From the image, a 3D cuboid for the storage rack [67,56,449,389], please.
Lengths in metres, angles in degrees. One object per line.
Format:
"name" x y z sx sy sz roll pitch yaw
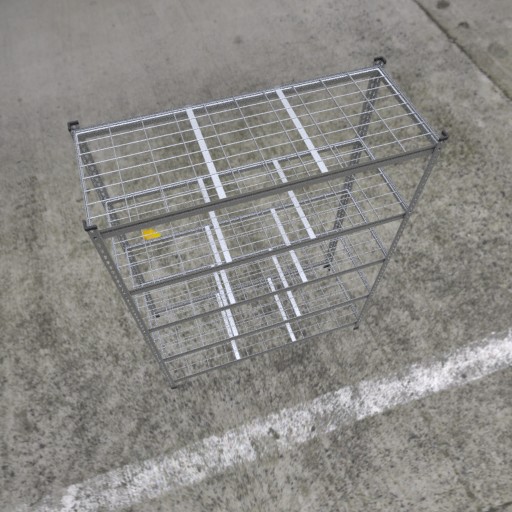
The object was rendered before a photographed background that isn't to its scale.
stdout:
"storage rack" 0.000 0.000 2.724 1.524 1.981 0.610 -16 58 -10
